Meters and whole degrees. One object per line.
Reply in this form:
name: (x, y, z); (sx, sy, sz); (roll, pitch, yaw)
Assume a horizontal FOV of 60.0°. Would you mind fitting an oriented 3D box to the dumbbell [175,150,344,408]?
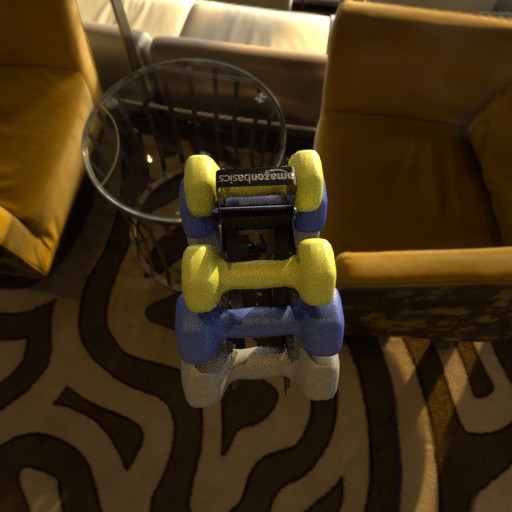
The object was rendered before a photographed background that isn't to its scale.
dumbbell: (0.000, 0.000, 0.699); (0.261, 0.426, 0.416); (-2, 64, -1)
